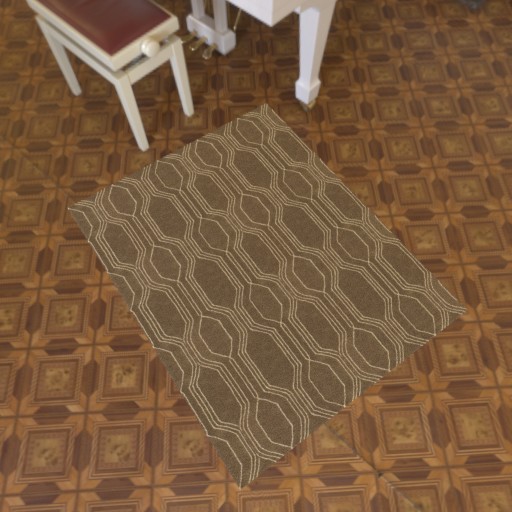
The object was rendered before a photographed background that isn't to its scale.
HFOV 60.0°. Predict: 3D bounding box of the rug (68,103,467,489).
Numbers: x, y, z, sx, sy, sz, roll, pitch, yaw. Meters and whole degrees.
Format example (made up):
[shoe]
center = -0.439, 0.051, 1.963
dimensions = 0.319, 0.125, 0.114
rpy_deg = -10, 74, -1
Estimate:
[rug]
center = 0.000, 0.000, 4.198
dimensions = 2.457, 0.012, 3.062
rpy_deg = -32, 68, -15
